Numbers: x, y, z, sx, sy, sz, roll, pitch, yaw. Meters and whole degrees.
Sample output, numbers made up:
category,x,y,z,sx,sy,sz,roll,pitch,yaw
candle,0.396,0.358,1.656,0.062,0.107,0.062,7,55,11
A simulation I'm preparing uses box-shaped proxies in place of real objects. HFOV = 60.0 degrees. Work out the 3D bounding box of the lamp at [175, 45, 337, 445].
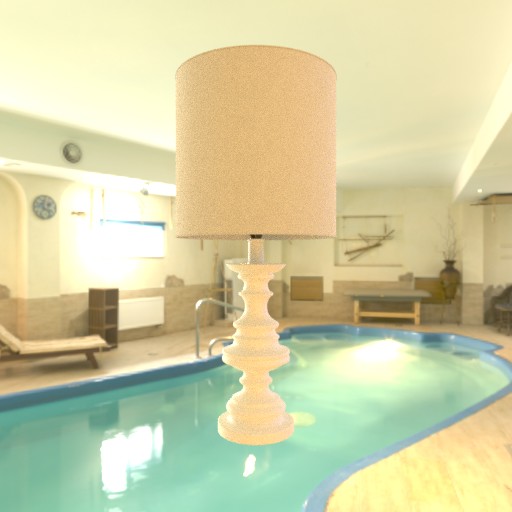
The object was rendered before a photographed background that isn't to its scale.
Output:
category,x,y,z,sx,sy,sz,roll,pitch,yaw
lamp,0.000,0.000,0.582,0.208,0.455,0.208,0,0,19
